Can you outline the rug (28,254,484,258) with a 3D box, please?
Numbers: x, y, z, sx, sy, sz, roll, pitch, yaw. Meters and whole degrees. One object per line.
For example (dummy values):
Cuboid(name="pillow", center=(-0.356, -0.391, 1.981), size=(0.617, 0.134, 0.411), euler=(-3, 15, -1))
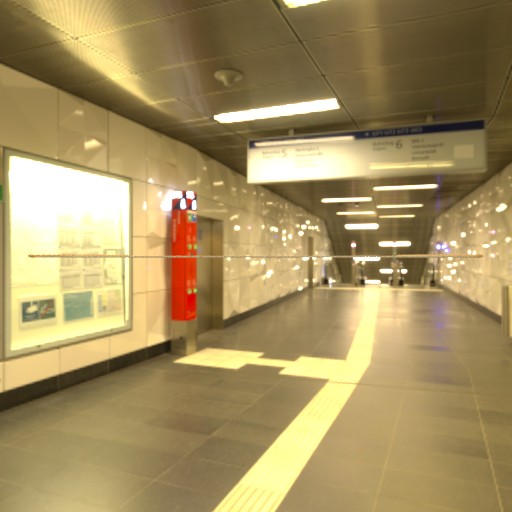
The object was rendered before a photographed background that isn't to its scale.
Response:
Cuboid(name="rug", center=(0.000, 0.000, 3.095), size=(2.433, 0.022, 1.556), euler=(0, 0, 3))
